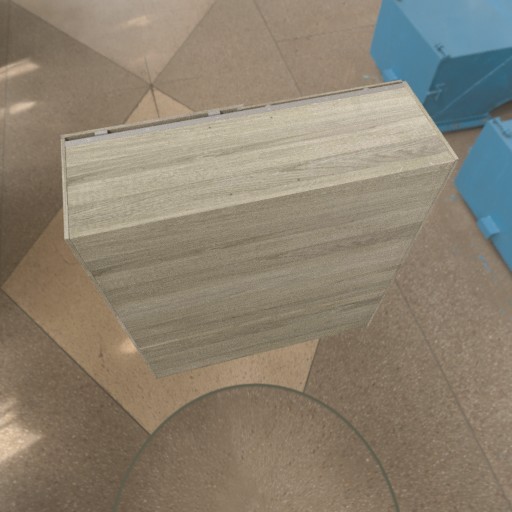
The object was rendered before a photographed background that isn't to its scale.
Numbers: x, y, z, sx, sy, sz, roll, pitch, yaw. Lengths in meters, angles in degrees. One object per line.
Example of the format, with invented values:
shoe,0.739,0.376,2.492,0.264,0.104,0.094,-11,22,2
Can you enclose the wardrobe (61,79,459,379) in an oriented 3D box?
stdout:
wardrobe,0.000,0.000,2.917,1.780,1.960,0.629,-12,59,-8
